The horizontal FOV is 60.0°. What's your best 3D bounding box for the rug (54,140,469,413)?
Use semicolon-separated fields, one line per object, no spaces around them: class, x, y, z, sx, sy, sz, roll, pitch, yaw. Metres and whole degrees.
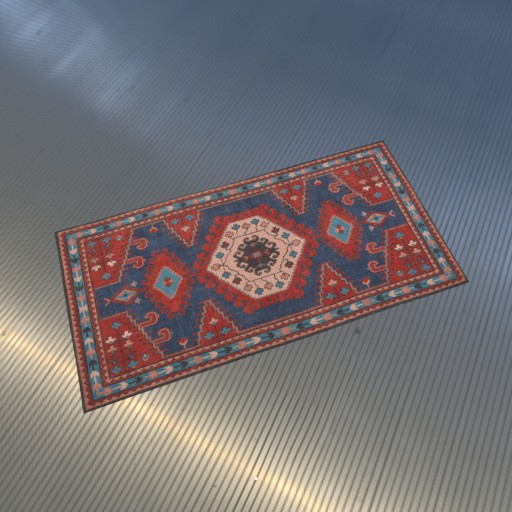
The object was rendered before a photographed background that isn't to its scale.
rug;0.000;0.000;3.585;3.032;0.034;1.522;-17;65;-8
